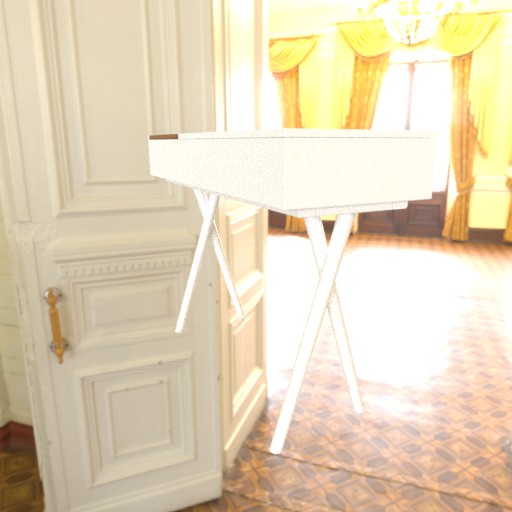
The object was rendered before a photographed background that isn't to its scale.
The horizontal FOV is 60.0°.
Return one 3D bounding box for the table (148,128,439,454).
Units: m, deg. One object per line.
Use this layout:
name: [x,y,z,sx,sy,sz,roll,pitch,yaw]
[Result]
table: [0.000,0.000,1.470,0.418,0.785,1.066,-7,16,-26]
